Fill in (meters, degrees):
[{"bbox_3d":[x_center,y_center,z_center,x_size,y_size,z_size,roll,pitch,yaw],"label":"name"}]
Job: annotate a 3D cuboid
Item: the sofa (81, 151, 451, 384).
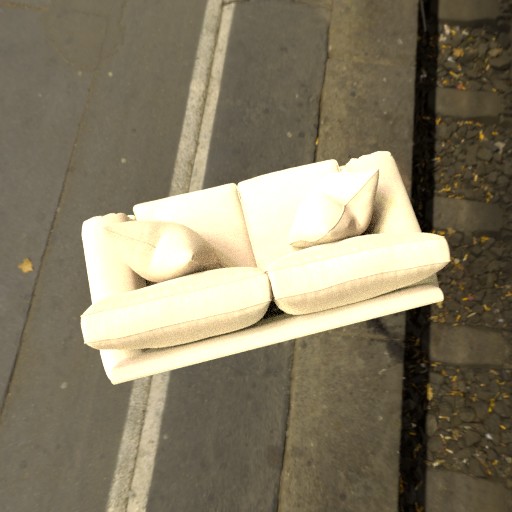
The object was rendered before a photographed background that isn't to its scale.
[{"bbox_3d":[0.000,0.000,2.354,1.701,0.966,0.966,-14,75,-4],"label":"sofa"}]
